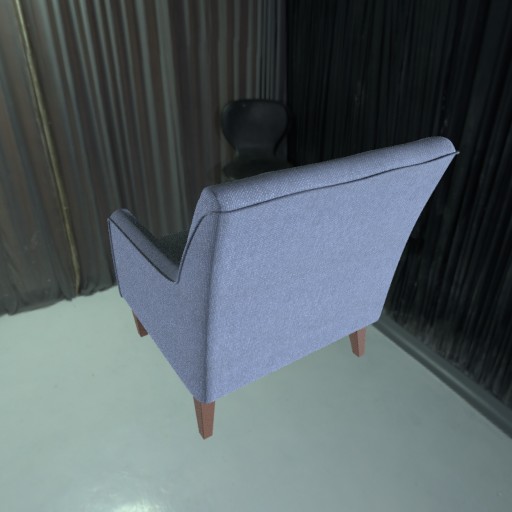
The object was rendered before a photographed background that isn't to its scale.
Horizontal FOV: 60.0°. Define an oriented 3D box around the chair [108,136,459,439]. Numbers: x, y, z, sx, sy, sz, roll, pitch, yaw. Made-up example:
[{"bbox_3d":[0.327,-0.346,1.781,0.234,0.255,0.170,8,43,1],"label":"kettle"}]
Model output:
[{"bbox_3d":[0.000,0.000,1.573,0.780,0.919,0.899,-18,35,-29],"label":"chair"}]
